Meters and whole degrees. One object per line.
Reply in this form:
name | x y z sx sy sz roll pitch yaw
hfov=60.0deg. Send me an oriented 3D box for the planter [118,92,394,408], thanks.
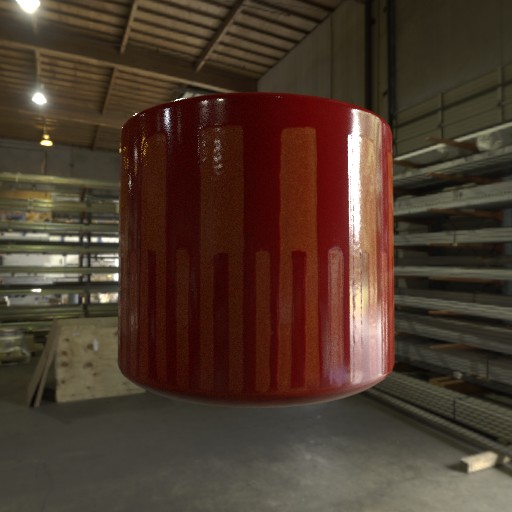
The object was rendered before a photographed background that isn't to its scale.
planter | 0.000 0.000 0.388 0.230 0.202 0.230 0 -1 0
